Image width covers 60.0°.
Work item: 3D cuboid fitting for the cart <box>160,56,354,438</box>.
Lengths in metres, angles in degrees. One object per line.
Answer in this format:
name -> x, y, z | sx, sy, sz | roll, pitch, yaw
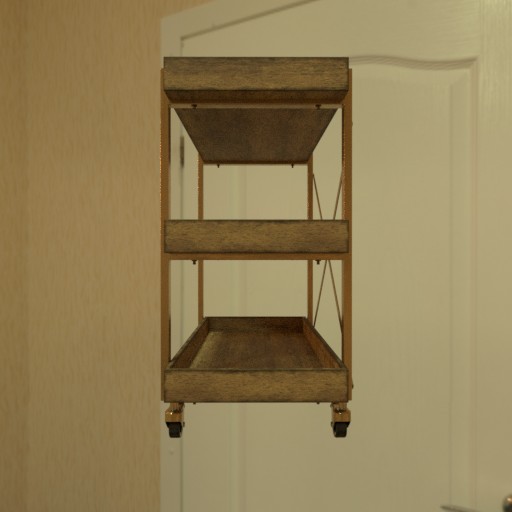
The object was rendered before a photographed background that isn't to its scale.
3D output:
cart -> 0.000, 0.000, 1.260 | 0.416, 0.799, 0.750 | 0, 0, 0
